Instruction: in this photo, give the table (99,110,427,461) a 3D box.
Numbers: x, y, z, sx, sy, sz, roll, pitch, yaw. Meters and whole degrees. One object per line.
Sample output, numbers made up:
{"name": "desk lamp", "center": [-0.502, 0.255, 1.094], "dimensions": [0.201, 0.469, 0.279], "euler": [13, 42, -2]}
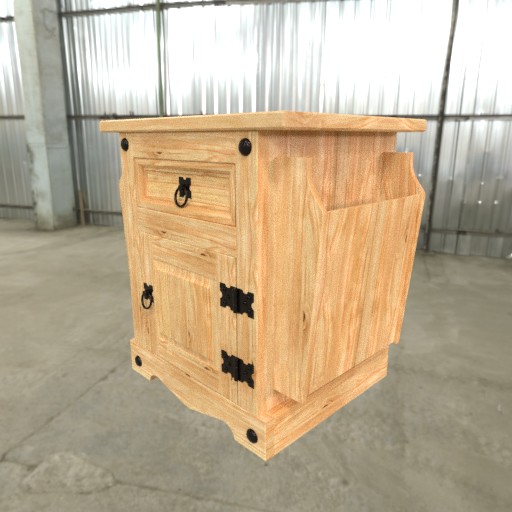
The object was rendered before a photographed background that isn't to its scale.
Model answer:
{"name": "table", "center": [0.000, 0.000, 0.878], "dimensions": [0.380, 0.515, 0.530], "euler": [-14, 21, -43]}
